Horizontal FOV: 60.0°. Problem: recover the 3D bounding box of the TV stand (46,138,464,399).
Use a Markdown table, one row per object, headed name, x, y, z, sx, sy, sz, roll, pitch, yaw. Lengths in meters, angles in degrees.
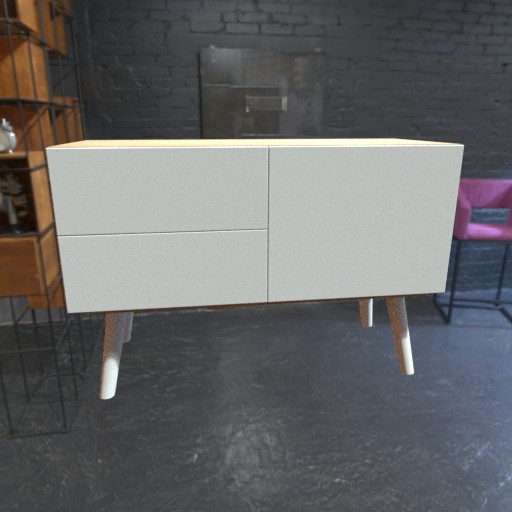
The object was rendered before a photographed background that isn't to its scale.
| name | x | y | z | sx | sy | sz | roll | pitch | yaw |
| --- | --- | --- | --- | --- | --- | --- | --- | --- | --- |
| TV stand | 0.000 | 0.000 | 1.325 | 0.991 | 0.660 | 0.407 | -2 | 17 | -8 |
